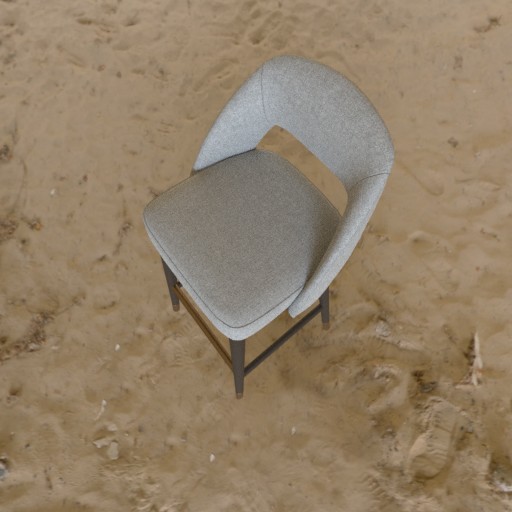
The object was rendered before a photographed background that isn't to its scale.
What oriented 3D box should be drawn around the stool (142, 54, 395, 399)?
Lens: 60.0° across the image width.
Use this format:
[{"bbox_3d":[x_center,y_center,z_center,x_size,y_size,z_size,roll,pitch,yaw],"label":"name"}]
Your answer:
[{"bbox_3d":[0.000,0.000,1.323,0.509,1.037,0.494,-34,68,-16],"label":"stool"}]
